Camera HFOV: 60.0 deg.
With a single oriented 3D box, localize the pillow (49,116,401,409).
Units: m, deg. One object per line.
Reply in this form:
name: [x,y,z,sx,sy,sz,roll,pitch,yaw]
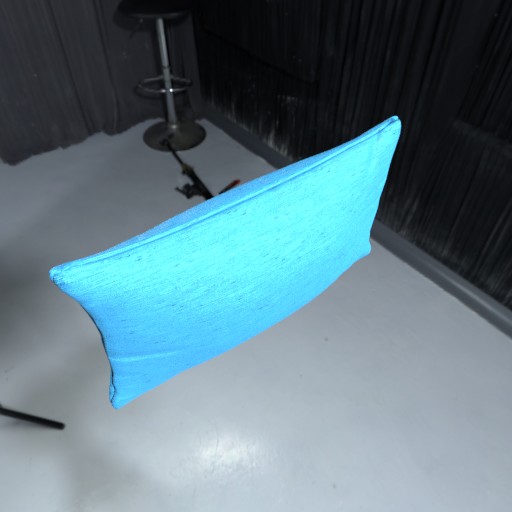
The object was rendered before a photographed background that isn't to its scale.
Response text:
pillow: [0.000,0.000,0.780,0.633,0.338,0.210,-28,52,-25]
